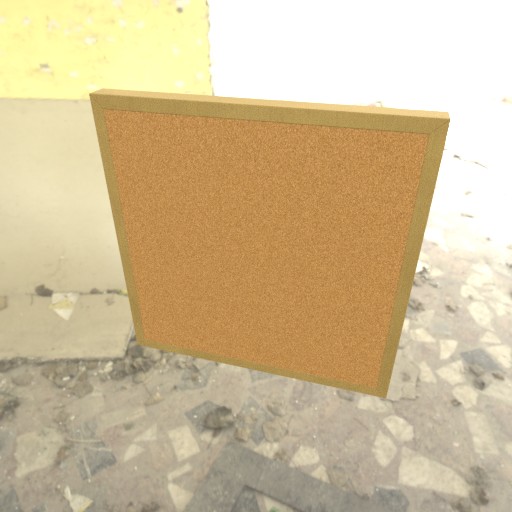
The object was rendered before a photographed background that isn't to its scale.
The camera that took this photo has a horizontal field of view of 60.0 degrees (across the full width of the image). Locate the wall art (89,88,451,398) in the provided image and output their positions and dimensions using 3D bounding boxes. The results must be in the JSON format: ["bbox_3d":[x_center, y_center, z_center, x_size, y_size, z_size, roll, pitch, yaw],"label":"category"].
[{"bbox_3d":[0.000,0.000,0.752,0.508,0.508,0.038,9,33,13],"label":"wall art"}]
